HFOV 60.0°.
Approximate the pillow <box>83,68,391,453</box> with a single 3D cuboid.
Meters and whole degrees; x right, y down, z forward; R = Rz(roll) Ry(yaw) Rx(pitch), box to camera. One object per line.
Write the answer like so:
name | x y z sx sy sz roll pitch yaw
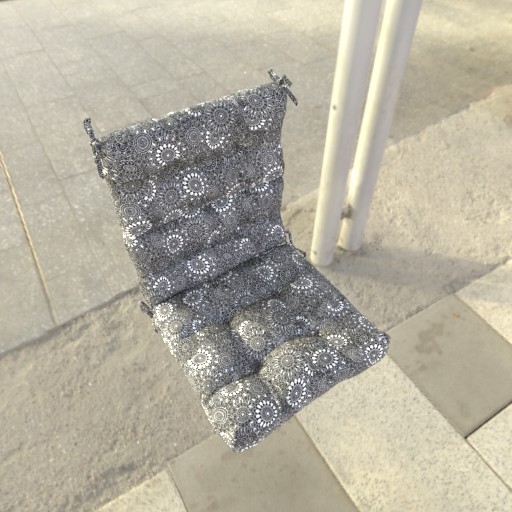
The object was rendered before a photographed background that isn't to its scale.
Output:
pillow | 0.000 0.000 1.035 0.519 0.605 0.571 -26 52 -22
